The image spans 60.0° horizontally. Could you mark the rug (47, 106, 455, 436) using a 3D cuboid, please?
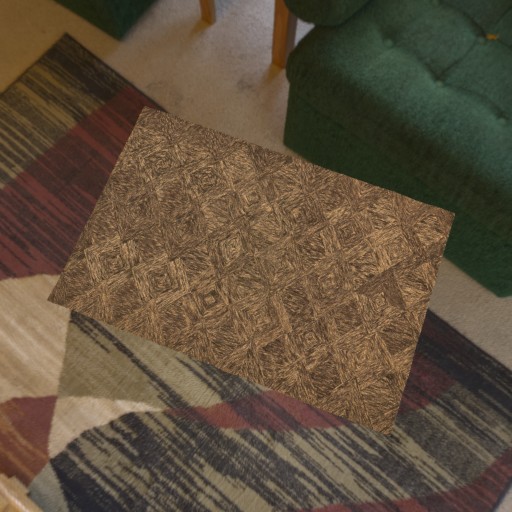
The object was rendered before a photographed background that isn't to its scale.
[{"bbox_3d":[0.000,0.000,2.292,1.808,0.011,1.189,20,77,5],"label":"rug"}]
